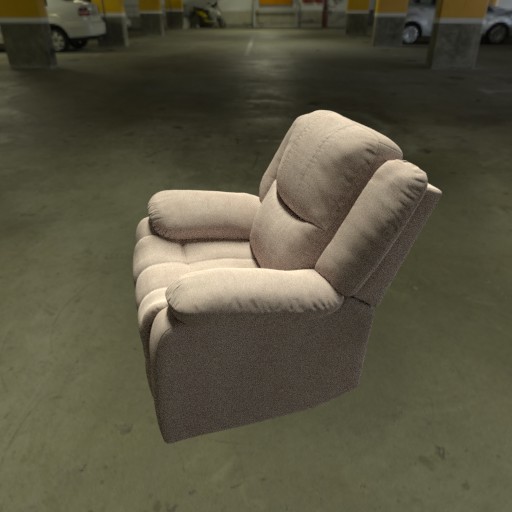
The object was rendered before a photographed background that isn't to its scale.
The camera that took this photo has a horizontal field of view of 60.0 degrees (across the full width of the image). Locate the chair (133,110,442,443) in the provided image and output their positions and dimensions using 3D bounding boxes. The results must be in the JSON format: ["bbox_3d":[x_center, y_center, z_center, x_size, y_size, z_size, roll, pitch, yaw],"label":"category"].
[{"bbox_3d":[0.000,0.000,1.720,0.944,1.008,0.899,-8,31,-14],"label":"chair"}]
